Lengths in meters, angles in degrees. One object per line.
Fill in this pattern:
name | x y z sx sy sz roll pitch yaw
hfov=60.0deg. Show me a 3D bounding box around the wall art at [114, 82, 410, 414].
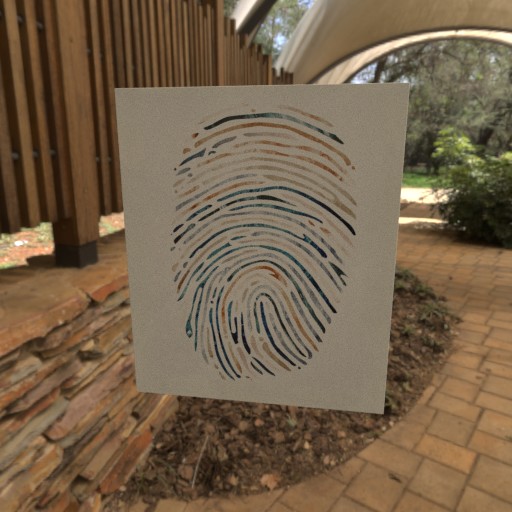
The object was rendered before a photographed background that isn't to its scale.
wall art | 0.000 0.000 0.844 0.508 0.606 0.037 2 14 9
